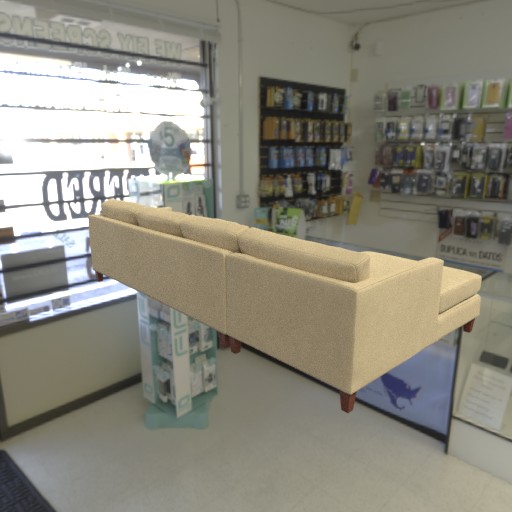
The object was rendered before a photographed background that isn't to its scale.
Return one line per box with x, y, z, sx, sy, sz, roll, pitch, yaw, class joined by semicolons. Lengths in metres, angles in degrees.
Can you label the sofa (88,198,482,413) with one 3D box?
0.000;0.000;3.838;1.625;0.846;3.186;-13;19;-41;sofa
